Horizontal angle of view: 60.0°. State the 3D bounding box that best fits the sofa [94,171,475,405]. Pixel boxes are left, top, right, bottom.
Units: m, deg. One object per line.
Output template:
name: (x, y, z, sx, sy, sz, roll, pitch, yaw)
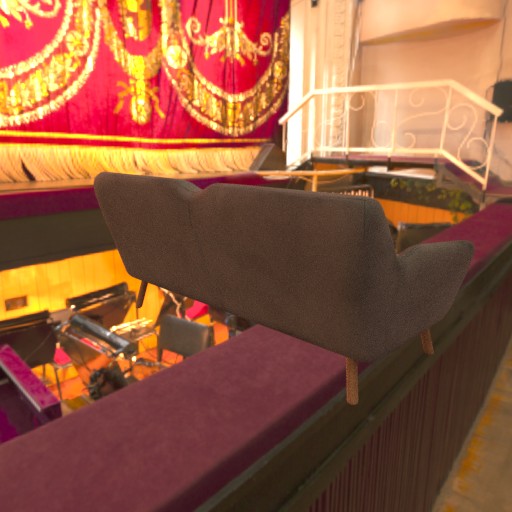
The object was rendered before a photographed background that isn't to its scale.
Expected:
sofa: (0.000, 0.000, 2.258, 1.870, 0.810, 0.850, 13, 20, 41)
